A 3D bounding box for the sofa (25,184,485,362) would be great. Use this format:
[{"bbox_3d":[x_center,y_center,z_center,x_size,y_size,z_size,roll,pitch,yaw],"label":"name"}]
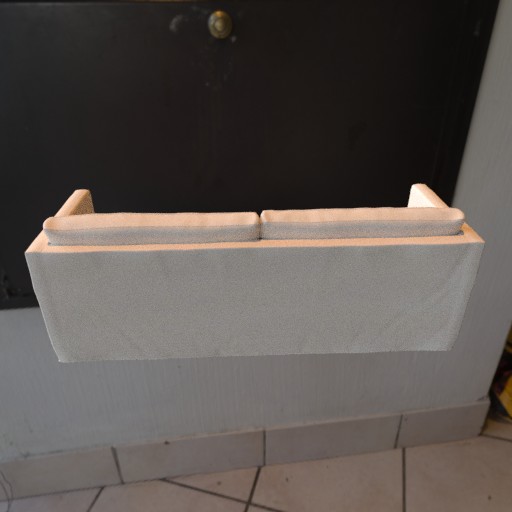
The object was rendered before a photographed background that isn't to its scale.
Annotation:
[{"bbox_3d":[0.000,0.000,3.222,2.779,0.999,1.036,-1,30,-2],"label":"sofa"}]
